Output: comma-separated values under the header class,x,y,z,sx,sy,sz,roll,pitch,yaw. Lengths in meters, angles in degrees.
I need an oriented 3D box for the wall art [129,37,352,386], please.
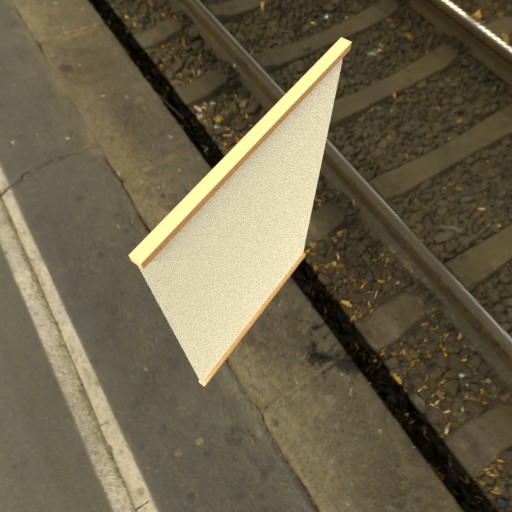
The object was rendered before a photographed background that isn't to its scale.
class,x,y,z,sx,sy,sz,roll,pitch,yaw
wall art,0.000,0.000,1.300,0.027,1.020,0.669,33,67,16
